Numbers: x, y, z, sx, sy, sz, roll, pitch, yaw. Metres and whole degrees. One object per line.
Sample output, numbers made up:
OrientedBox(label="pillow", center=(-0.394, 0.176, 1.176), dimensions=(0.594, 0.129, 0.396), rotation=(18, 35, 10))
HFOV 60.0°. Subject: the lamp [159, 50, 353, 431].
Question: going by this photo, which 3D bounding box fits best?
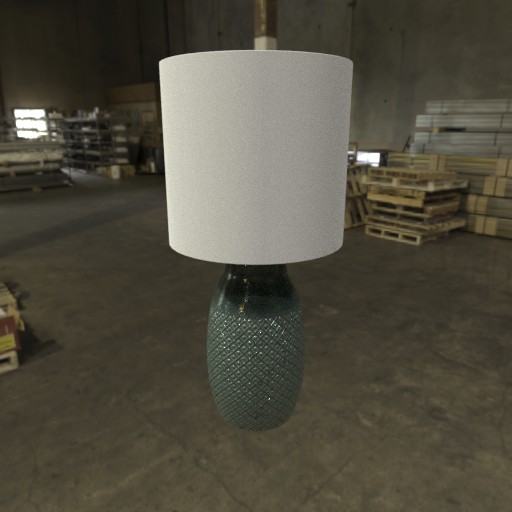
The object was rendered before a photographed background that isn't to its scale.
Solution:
OrientedBox(label="lamp", center=(0.000, 0.000, 0.569), dimensions=(0.217, 0.453, 0.217), rotation=(-15, 22, -41))
